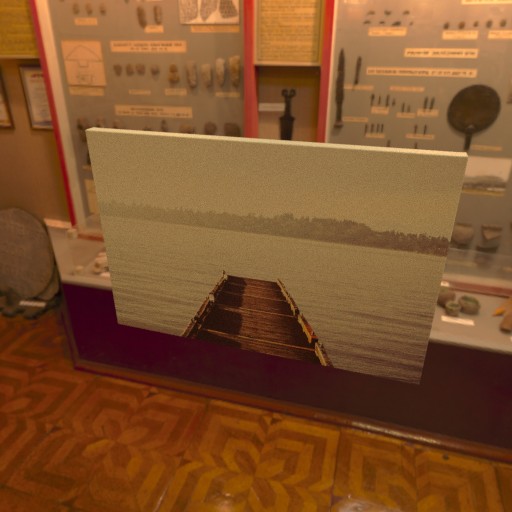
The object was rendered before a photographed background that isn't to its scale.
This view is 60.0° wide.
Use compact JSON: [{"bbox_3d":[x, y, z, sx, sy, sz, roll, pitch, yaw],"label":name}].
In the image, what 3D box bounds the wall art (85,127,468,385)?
[{"bbox_3d":[0.000,0.000,1.174,0.916,0.609,0.037,8,28,16],"label":"wall art"}]
